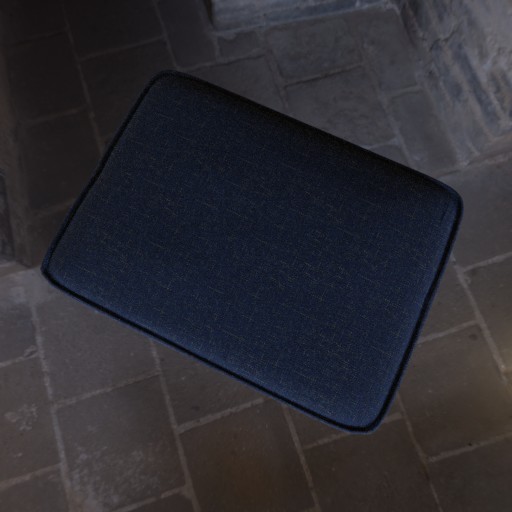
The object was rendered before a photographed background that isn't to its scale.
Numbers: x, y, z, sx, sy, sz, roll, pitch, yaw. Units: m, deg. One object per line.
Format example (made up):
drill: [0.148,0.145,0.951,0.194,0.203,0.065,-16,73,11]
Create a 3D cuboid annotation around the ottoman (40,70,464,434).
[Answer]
ottoman: [0.000,0.000,1.074,0.749,0.450,0.549,25,78,6]
